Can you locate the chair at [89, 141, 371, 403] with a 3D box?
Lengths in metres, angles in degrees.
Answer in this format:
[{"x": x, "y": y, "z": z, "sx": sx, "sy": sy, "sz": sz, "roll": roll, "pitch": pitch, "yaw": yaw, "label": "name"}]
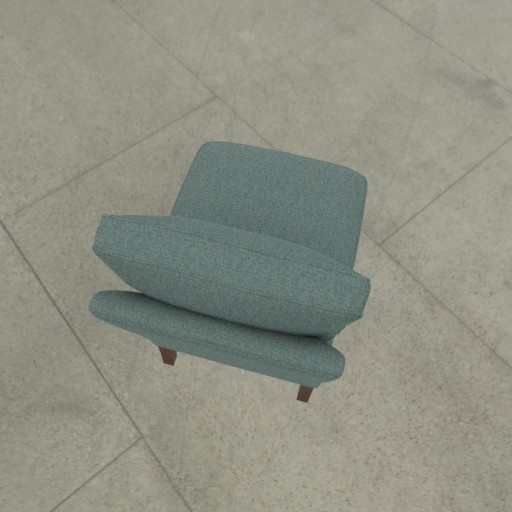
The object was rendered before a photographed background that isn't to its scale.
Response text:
[{"x": 0.000, "y": 0.000, "z": 1.430, "sx": 0.624, "sy": 0.901, "sz": 0.796, "roll": 13, "pitch": 64, "yaw": 7, "label": "chair"}]
